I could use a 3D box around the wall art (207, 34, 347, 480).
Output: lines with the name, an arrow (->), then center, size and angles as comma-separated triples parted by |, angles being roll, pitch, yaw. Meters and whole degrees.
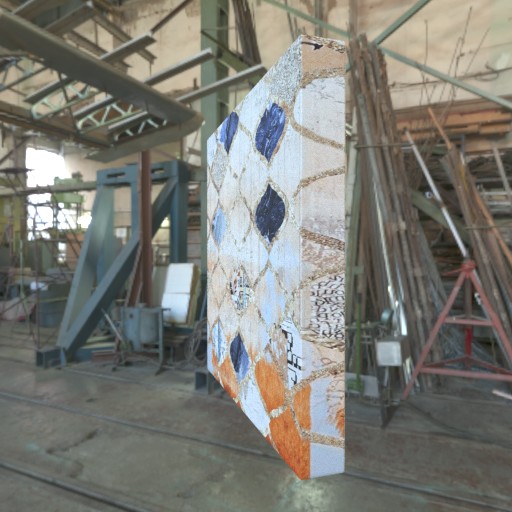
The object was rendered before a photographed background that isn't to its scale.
wall art -> 0.000, 0.000, 0.449 | 0.036, 0.304, 0.303 | 0, 1, -18
